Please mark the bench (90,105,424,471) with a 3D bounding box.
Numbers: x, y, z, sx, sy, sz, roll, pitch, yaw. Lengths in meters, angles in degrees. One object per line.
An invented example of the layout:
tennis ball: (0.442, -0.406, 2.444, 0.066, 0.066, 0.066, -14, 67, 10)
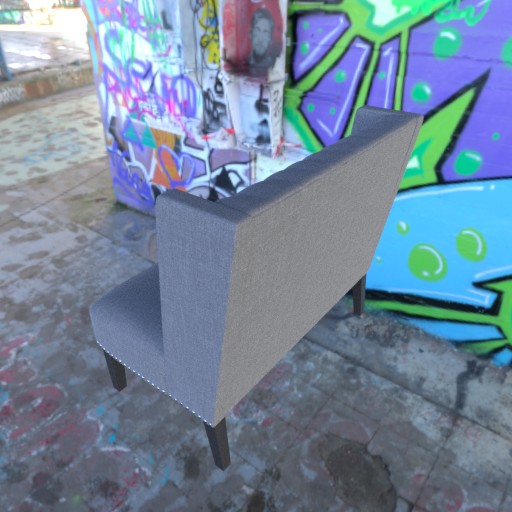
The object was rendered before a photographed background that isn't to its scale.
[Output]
bench: (0.000, 0.000, 1.975, 0.842, 1.121, 1.276, 22, 39, 31)
